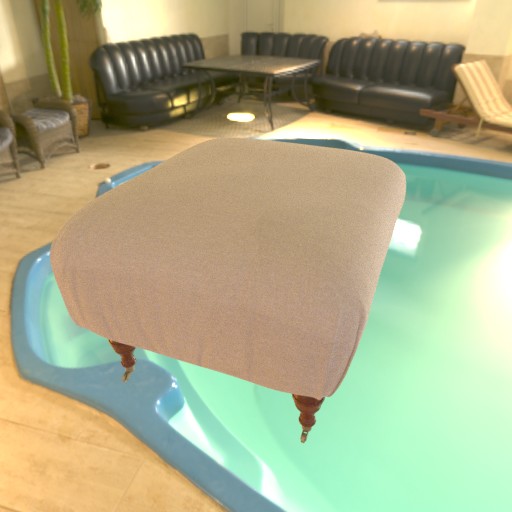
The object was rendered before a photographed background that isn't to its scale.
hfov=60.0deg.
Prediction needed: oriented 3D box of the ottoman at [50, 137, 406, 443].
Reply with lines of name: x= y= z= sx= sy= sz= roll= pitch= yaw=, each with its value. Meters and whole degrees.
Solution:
ottoman: x=0.000 y=0.000 z=1.097 sx=0.622 sy=0.450 sz=0.746 roll=12 pitch=32 yaw=19
